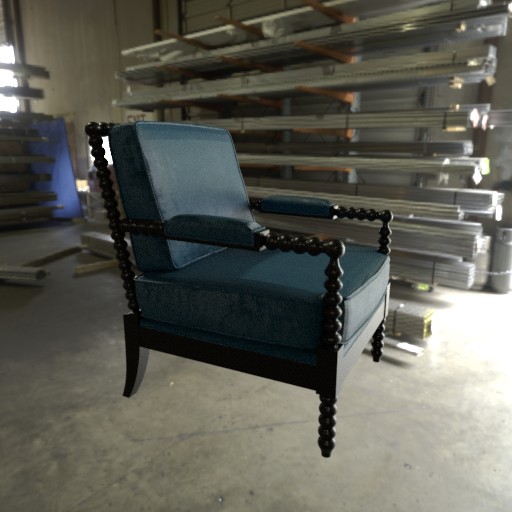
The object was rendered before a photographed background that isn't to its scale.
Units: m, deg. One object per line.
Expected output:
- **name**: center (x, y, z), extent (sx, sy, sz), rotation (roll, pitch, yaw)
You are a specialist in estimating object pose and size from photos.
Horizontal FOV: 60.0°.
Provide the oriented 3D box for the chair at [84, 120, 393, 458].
- **chair**: center (0.000, 0.000, 1.464), extent (0.805, 0.857, 0.688), rotation (7, 15, 26)
